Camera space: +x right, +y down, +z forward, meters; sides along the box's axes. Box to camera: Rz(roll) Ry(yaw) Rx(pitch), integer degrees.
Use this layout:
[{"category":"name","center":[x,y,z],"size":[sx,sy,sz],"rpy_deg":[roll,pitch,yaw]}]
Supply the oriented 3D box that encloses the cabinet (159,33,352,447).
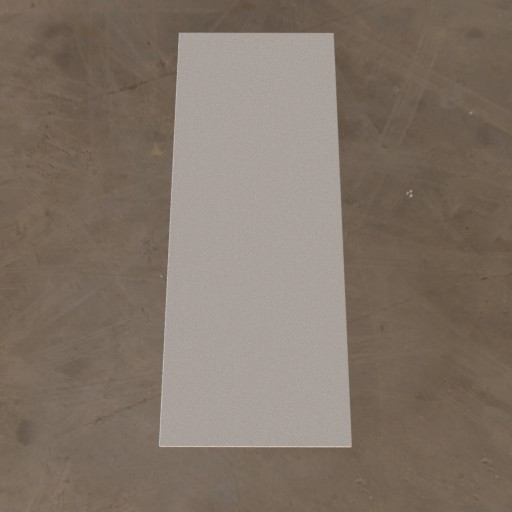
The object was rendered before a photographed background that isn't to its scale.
[{"category":"cabinet","center":[0.000,0.000,1.422],"size":[0.400,0.800,1.000],"rpy_deg":[0,77,0]}]
